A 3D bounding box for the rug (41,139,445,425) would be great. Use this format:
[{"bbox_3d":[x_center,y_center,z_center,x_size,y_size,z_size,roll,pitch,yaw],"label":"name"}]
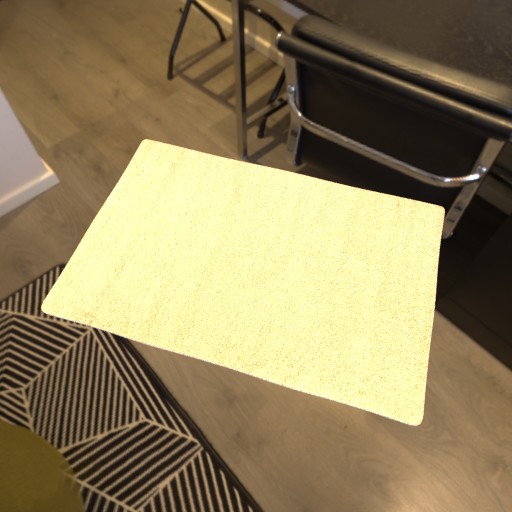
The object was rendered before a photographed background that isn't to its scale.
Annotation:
[{"bbox_3d":[0.000,0.000,3.404,2.698,0.025,1.798,15,60,9],"label":"rug"}]
